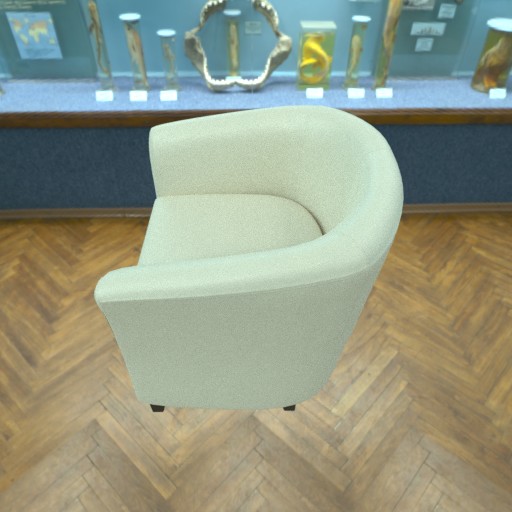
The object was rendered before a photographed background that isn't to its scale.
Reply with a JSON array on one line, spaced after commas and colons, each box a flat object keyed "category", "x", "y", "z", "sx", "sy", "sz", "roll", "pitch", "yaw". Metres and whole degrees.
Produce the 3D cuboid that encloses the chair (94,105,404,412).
[{"category": "chair", "x": 0.000, "y": 0.000, "z": 1.398, "sx": 0.727, "sy": 0.756, "sz": 0.792, "roll": 0, "pitch": 44, "yaw": 0}]
